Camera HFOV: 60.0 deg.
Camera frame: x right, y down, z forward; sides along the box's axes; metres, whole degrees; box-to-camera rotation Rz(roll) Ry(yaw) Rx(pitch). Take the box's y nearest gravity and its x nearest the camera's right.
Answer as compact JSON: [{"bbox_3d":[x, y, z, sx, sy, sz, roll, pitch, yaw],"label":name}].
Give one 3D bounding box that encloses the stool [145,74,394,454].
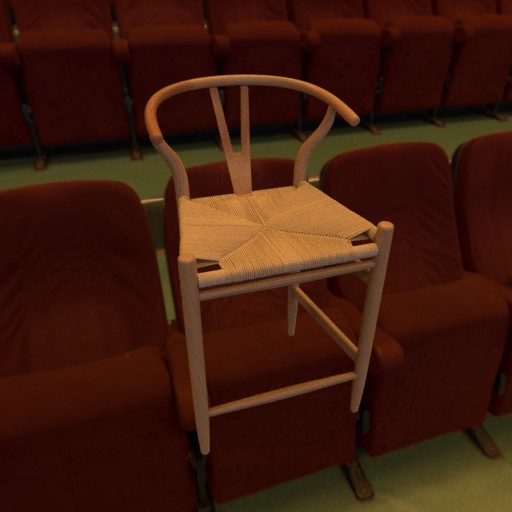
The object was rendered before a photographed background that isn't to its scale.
[{"bbox_3d":[0.000,0.000,1.319,0.536,0.923,0.575,-10,33,-15],"label":"stool"}]
